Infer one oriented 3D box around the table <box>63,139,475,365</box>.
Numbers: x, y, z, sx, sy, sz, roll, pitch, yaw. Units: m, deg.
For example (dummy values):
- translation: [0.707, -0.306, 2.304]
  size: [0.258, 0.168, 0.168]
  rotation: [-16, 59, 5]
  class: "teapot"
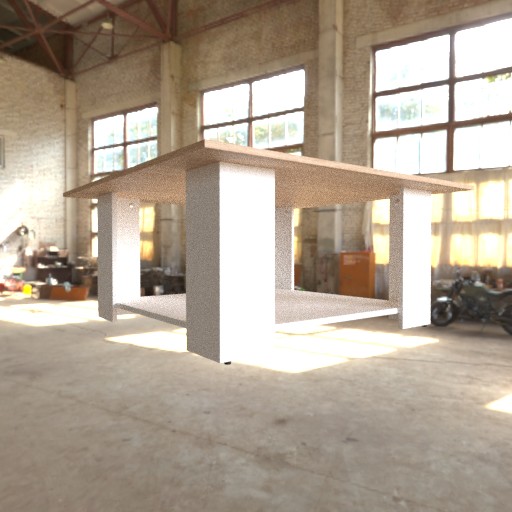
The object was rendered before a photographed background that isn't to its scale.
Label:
- translation: [0.000, 0.000, 1.017]
  size: [0.670, 0.305, 0.670]
  rotation: [-1, 1, -37]
  class: "table"
